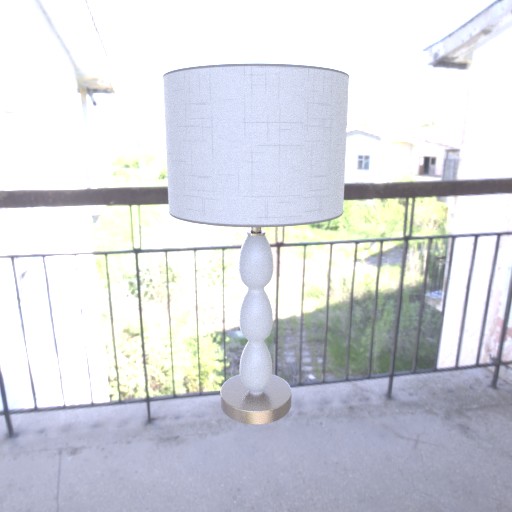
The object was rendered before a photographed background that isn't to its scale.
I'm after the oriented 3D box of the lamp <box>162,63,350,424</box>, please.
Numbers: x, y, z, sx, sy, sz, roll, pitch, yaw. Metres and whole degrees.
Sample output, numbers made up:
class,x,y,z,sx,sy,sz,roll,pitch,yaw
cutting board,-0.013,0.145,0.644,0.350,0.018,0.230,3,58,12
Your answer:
class,x,y,z,sx,sy,sz,roll,pitch,yaw
lamp,0.000,0.000,0.745,0.280,0.559,0.282,-2,15,-8
